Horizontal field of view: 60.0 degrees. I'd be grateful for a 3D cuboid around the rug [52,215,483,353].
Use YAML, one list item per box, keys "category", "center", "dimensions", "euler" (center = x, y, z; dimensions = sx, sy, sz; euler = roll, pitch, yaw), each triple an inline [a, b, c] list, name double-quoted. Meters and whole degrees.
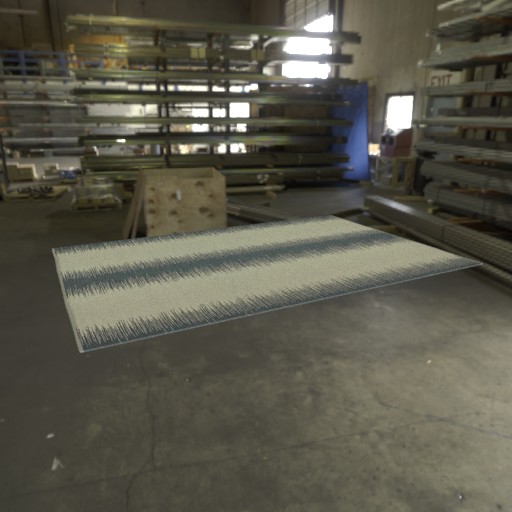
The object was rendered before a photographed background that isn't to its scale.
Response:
- category: "rug"
  center: [0.000, 0.000, 2.270]
  dimensions: [1.854, 0.006, 1.234]
  euler: [-9, 20, -26]
